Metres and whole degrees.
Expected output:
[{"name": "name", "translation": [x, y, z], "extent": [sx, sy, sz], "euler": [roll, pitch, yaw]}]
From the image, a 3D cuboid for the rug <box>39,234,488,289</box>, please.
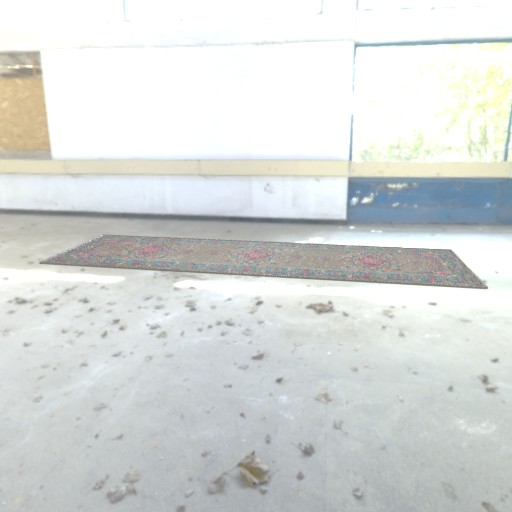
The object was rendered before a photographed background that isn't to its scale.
[{"name": "rug", "translation": [0.000, 0.000, 2.035], "extent": [1.827, 0.012, 0.553], "euler": [3, 16, 10]}]
